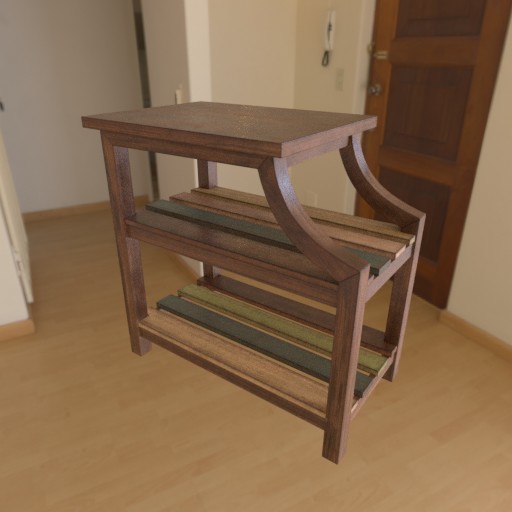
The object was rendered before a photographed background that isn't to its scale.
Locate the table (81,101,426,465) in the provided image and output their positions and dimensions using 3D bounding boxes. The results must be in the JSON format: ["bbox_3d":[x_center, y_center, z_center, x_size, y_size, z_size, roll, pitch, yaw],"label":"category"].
[{"bbox_3d":[0.000,0.000,0.979,0.609,0.584,0.356,17,30,32],"label":"table"}]
